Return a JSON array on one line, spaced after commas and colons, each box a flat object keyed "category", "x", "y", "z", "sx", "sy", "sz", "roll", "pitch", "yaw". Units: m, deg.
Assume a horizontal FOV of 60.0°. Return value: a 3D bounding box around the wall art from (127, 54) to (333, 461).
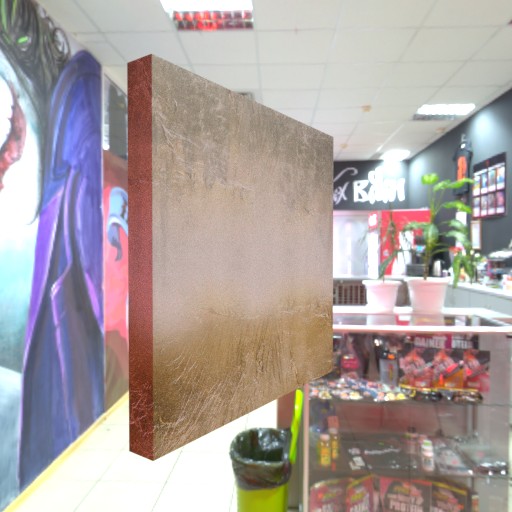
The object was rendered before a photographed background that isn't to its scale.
[{"category": "wall art", "x": 0.000, "y": 0.000, "z": 0.617, "sx": 0.038, "sy": 0.407, "sz": 0.405, "roll": 1, "pitch": 1, "yaw": 36}]
